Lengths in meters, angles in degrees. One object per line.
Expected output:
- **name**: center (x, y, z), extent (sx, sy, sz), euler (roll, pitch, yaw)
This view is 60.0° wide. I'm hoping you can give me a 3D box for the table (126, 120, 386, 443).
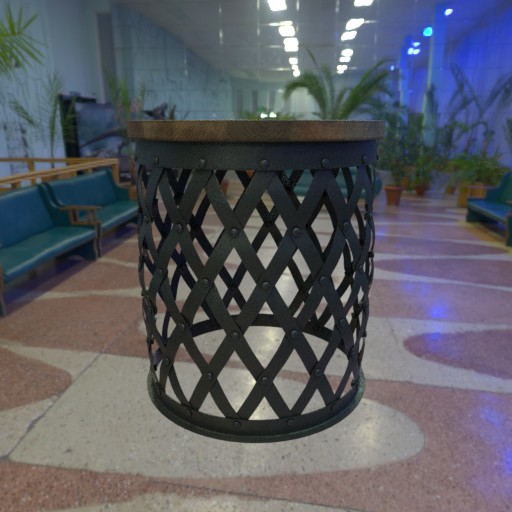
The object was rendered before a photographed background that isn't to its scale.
- **table**: center (0.000, 0.000, 0.781), extent (0.405, 0.454, 0.405), euler (0, 16, 0)
